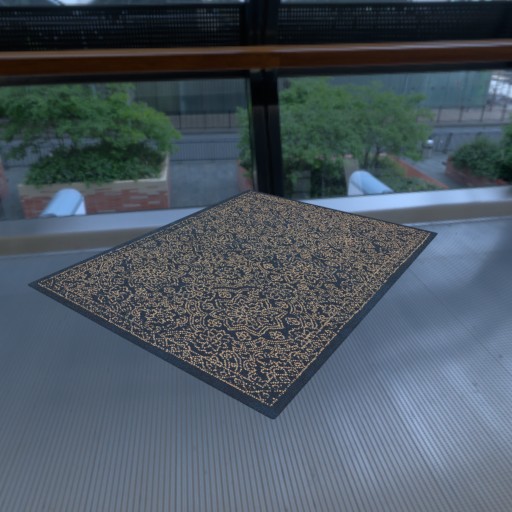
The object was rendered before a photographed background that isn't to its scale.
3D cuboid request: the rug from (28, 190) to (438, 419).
[{"bbox_3d":[0.000,0.000,4.100,2.438,0.010,3.048,18,32,32],"label":"rug"}]
